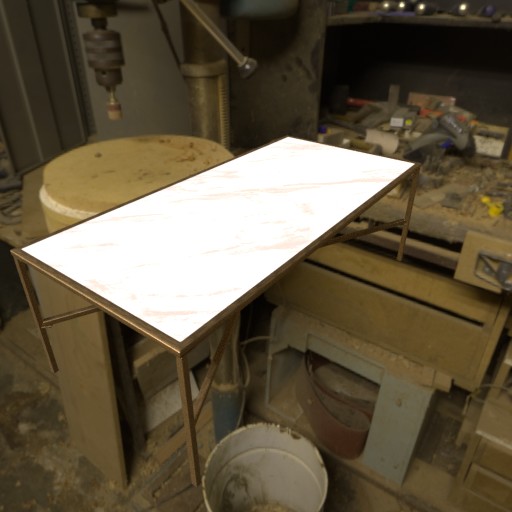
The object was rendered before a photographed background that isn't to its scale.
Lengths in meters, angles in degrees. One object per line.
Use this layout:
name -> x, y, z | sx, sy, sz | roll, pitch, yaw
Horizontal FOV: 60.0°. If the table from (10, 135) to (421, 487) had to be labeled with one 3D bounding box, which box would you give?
table -> 0.000, 0.000, 1.428 | 0.577, 0.405, 1.197 | 22, 37, 31
